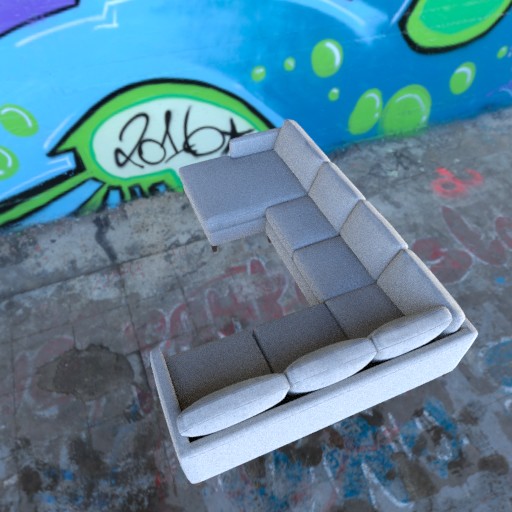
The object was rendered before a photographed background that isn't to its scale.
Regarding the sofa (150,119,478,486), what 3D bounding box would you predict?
[{"bbox_3d":[0.000,0.000,4.542,2.593,0.959,3.460,-17,50,-15],"label":"sofa"}]
